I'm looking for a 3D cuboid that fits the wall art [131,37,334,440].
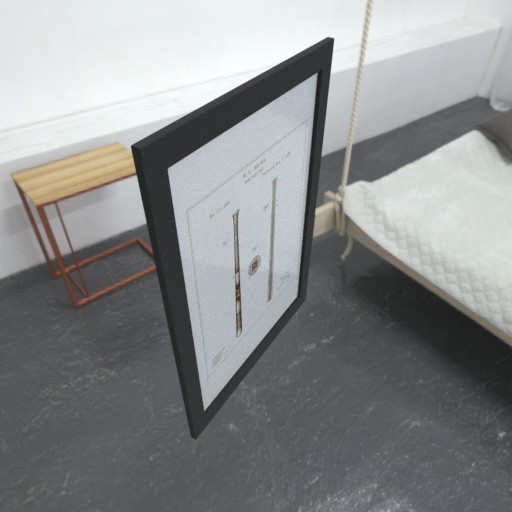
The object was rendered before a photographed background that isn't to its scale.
[{"bbox_3d":[0.000,0.000,0.670,0.012,0.529,0.374,24,47,24],"label":"wall art"}]
